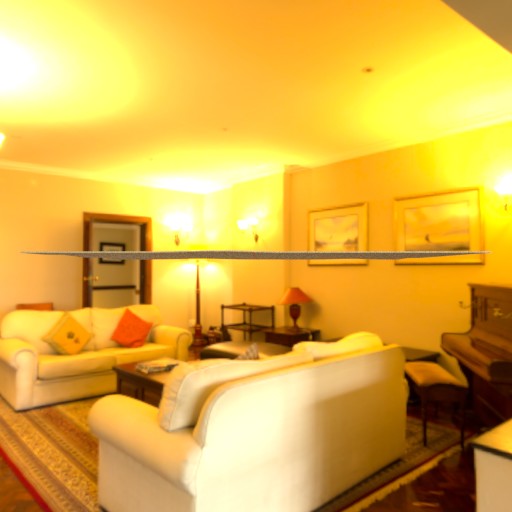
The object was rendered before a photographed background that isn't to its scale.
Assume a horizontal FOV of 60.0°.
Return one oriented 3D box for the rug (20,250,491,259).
[{"bbox_3d":[0.000,0.000,3.055,2.439,0.015,1.524,0,-2,0],"label":"rug"}]
